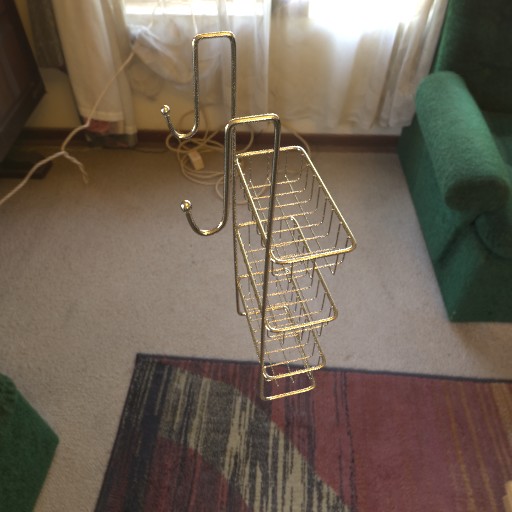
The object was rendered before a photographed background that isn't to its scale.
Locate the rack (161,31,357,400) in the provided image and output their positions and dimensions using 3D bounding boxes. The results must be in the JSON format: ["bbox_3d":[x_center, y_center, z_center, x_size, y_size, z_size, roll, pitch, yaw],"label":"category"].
[{"bbox_3d":[0.000,0.000,0.666,0.202,0.574,0.228,-10,48,-9],"label":"rack"}]
